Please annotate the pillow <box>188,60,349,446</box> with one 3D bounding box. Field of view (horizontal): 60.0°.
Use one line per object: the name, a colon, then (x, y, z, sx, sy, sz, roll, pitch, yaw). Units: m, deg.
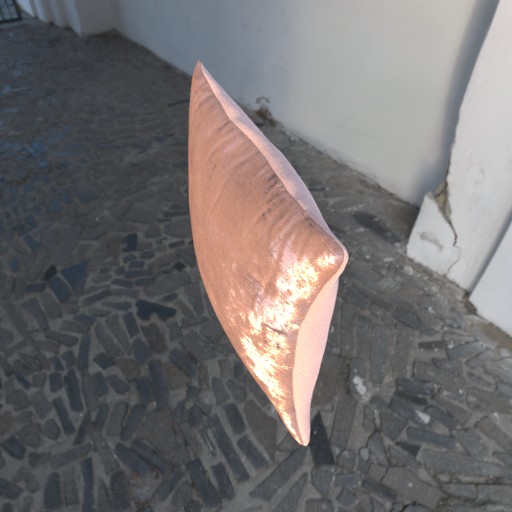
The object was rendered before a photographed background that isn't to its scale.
pillow: (0.000, 0.000, 0.727, 0.175, 0.464, 0.470, -15, 48, -15)
